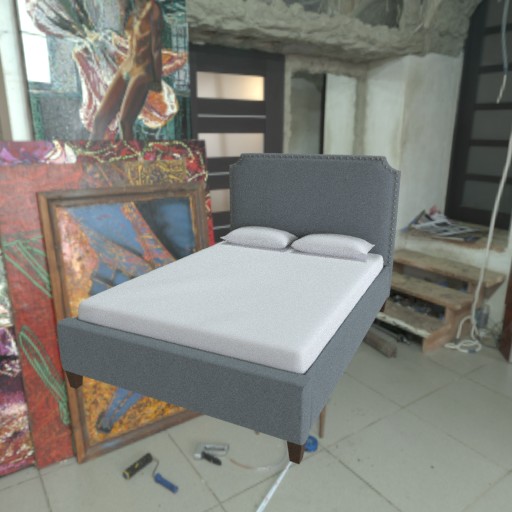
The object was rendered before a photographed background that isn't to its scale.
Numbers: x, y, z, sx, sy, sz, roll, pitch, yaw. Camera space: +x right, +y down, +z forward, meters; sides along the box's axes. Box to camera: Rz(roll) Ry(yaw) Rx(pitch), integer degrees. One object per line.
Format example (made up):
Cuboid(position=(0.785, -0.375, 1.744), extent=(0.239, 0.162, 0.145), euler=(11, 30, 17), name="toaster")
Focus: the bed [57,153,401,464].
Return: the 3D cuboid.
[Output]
Cuboid(position=(0.000, 0.000, 3.411), extent=(1.712, 1.443, 2.372), euler=(7, 17, 25), name="bed")
